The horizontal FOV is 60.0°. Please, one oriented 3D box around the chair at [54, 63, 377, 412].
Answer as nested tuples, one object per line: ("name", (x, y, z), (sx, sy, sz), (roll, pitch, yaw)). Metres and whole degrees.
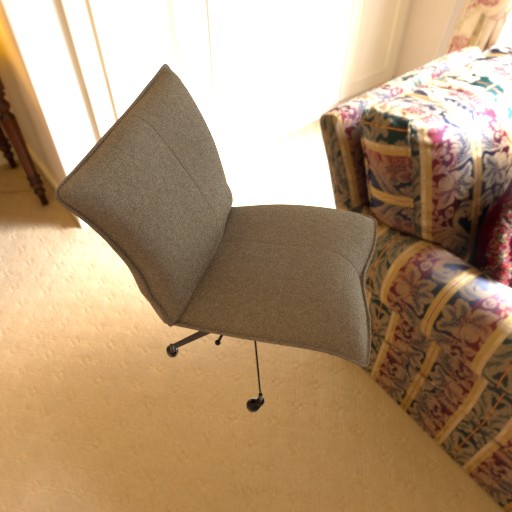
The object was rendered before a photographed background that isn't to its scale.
("chair", (0.000, 0.000, 1.283), (0.696, 0.811, 0.597), (10, 47, 9))
